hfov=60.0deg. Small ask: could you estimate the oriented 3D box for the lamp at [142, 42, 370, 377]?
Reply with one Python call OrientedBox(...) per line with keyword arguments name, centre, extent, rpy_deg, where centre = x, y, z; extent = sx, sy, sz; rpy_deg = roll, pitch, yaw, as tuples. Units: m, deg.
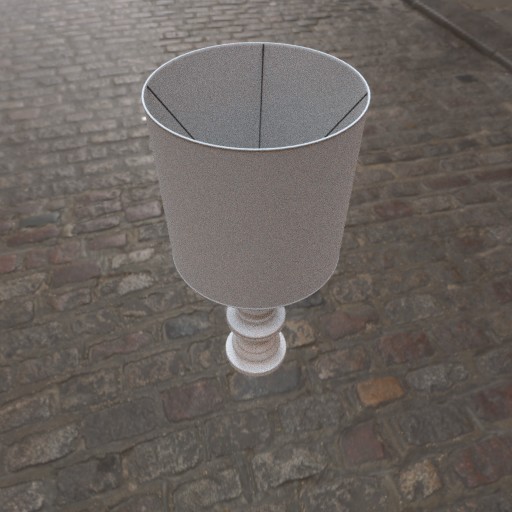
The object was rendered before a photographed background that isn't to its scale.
OrientedBox(name="lamp", centre=(0.000, 0.000, 0.575), extent=(0.208, 0.455, 0.208), rpy_deg=(-12, 48, -11))
